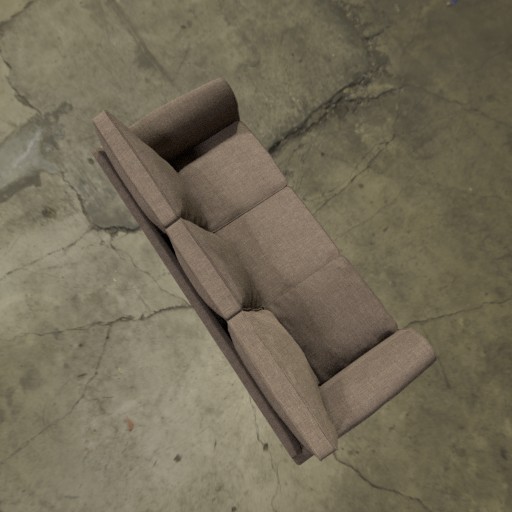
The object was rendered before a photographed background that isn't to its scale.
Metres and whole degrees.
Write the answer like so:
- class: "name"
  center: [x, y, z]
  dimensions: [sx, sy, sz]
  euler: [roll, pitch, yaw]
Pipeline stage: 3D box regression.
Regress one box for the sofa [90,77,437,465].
- class: "sofa"
  center: [0.000, 0.000, 2.594]
  dimensions: [0.916, 0.961, 2.084]
  euler: [-34, 78, -8]
